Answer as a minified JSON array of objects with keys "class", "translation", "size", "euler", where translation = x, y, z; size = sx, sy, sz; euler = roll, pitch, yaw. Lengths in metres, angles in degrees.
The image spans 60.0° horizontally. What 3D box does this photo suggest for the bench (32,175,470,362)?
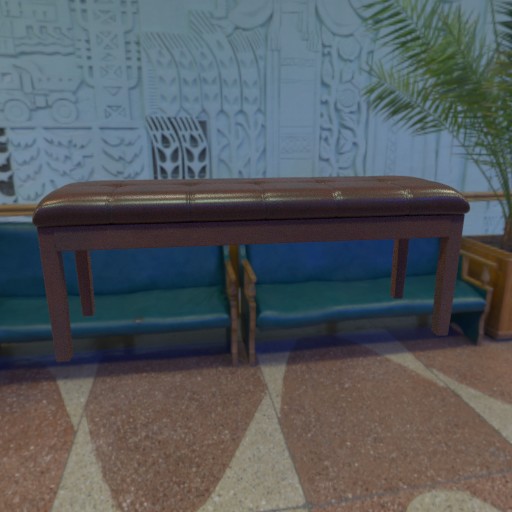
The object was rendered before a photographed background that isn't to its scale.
[{"class":"bench","translation":[0.000,0.000,1.482],"size":[1.259,0.491,0.401],"euler":[-2,17,-8]}]
